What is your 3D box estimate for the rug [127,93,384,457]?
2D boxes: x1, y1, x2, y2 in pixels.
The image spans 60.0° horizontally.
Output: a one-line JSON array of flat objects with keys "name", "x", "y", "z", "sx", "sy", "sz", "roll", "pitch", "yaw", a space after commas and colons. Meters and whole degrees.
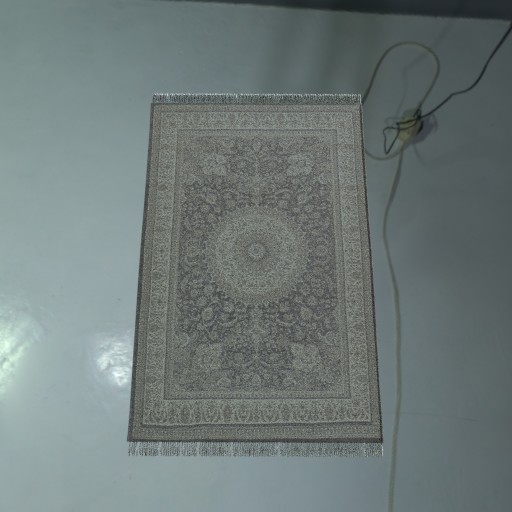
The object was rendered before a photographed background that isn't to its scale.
[{"name": "rug", "x": 0.000, "y": 0.000, "z": 2.917, "sx": 1.528, "sy": 0.010, "sz": 2.440, "roll": 0, "pitch": 75, "yaw": 0}]
